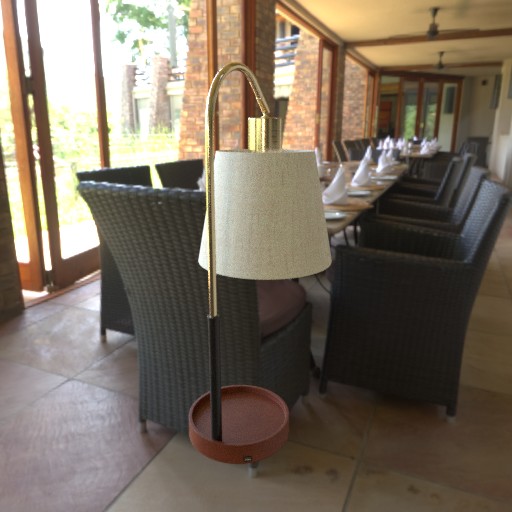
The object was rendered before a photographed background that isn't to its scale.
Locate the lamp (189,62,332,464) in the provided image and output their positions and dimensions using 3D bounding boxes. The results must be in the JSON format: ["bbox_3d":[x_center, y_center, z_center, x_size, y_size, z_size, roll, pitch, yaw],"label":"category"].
[{"bbox_3d":[0.000,0.000,0.678,0.211,0.536,0.273,8,17,26],"label":"lamp"}]
